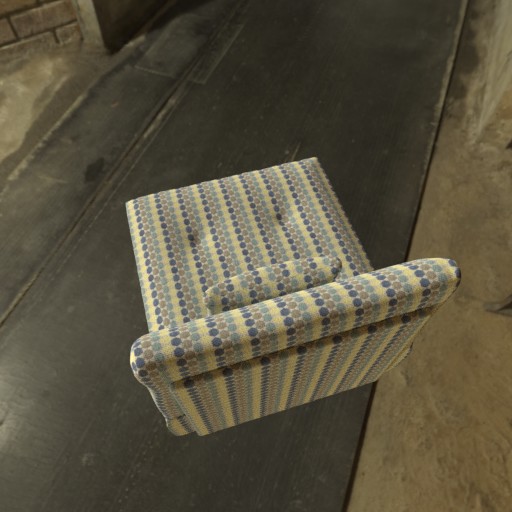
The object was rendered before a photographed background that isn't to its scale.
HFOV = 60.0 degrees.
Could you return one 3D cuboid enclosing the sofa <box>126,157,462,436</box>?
[{"bbox_3d":[0.000,0.000,1.690,0.930,0.830,1.000,-14,60,-9],"label":"sofa"}]
